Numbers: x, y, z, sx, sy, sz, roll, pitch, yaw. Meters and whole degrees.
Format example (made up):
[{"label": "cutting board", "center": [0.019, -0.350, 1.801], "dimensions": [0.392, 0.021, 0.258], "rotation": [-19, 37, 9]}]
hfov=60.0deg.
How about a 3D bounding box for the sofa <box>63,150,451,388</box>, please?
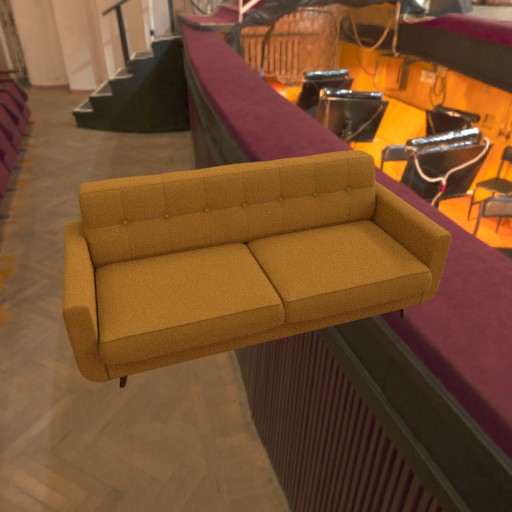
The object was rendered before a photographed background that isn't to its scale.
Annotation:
[{"label": "sofa", "center": [0.000, 0.000, 2.563], "dimensions": [2.029, 0.841, 0.909], "rotation": [-10, 34, -16]}]
